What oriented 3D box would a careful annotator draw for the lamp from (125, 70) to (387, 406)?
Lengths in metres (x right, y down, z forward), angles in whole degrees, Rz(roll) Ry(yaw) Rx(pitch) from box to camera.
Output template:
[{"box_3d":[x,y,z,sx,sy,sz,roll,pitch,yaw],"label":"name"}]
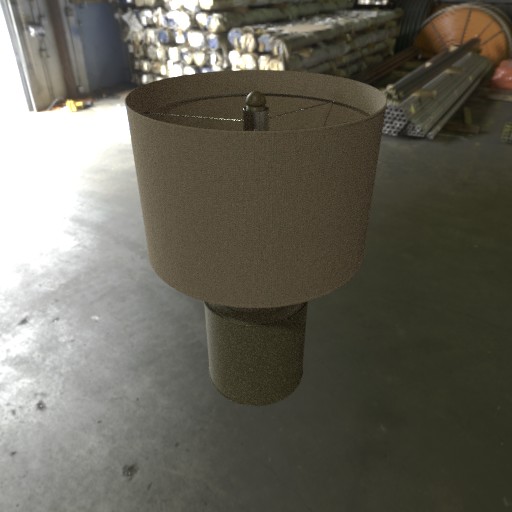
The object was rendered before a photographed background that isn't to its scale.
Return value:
[{"box_3d":[0.000,0.000,0.681,0.318,0.486,0.318,0,32,0],"label":"lamp"}]
